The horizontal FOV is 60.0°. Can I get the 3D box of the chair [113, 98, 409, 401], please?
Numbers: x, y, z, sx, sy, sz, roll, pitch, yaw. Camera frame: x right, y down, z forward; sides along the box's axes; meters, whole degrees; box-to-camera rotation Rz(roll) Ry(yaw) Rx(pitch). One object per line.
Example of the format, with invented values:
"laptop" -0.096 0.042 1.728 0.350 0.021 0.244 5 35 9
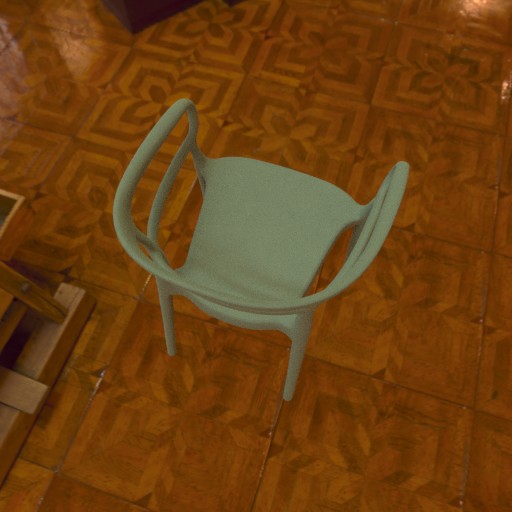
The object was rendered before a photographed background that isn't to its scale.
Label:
"chair" 0.000 0.000 1.138 0.559 0.761 0.527 19 66 9
